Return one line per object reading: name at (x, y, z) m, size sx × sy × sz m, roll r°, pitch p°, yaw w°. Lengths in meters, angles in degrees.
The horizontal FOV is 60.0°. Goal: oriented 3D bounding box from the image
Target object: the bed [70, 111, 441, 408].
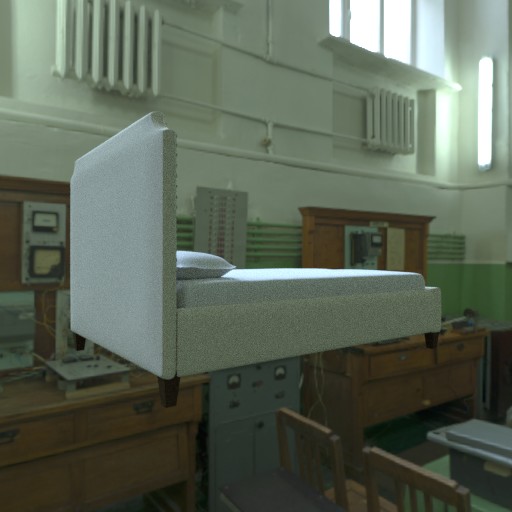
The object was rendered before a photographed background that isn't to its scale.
bed at (0.000, 0.000, 3.426) m, size 2.372 × 1.443 × 1.712 m, roll 0°, pitch 0°, yaw -36°
